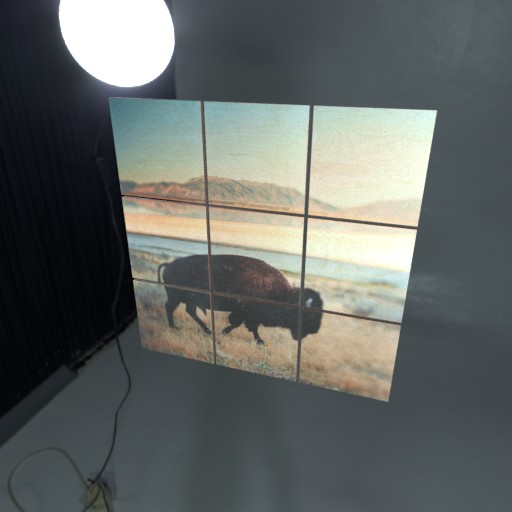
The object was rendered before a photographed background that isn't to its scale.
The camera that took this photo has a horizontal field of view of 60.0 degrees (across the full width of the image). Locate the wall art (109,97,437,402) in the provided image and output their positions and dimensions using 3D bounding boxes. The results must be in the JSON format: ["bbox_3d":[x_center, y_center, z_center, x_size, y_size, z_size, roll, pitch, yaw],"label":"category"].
[{"bbox_3d":[0.000,0.000,1.376,0.906,0.904,0.018,8,27,16],"label":"wall art"}]
